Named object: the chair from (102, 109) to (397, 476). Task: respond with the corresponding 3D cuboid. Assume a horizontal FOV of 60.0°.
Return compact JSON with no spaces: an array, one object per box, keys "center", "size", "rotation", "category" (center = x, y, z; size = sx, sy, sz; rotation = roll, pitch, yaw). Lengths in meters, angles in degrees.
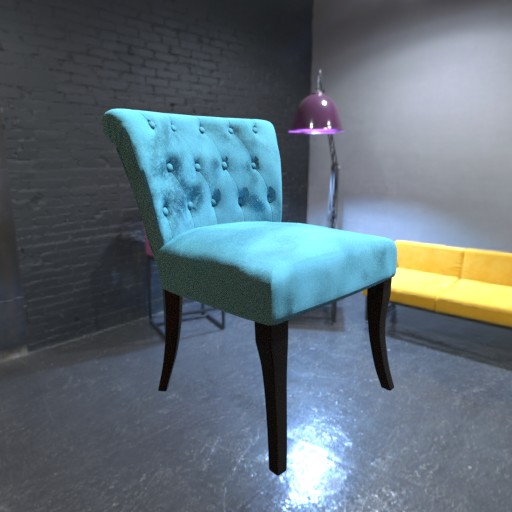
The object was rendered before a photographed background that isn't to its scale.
[{"center":[0.000,0.000,1.190],"size":[0.605,0.750,0.582],"rotation":[12,18,43],"category":"chair"}]
